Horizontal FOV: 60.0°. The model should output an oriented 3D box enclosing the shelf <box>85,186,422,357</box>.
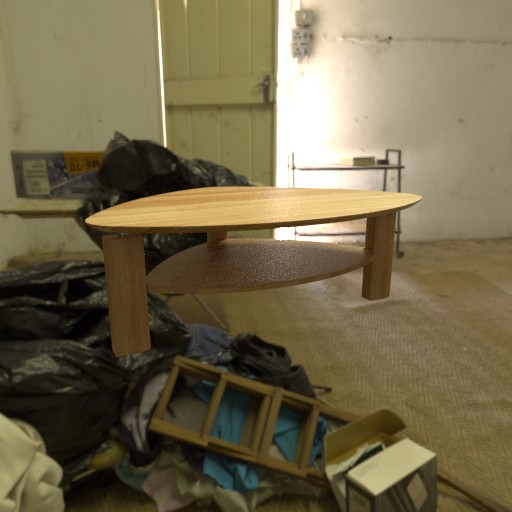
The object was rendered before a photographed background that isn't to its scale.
[{"bbox_3d":[0.000,0.000,1.702,1.240,0.439,0.863,-8,17,-27],"label":"shelf"}]
